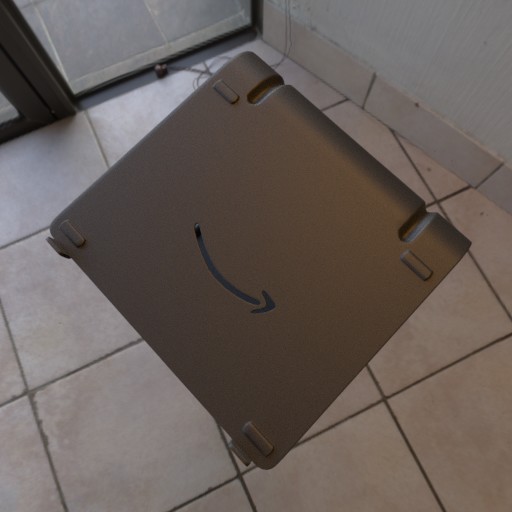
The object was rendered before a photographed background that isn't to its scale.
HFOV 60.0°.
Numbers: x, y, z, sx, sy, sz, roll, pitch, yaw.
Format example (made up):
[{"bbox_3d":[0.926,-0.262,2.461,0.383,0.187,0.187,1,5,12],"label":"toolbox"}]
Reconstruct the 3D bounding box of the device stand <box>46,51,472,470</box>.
[{"bbox_3d":[0.000,0.000,0.396,0.236,0.155,0.256,-43,79,-11],"label":"device stand"}]
